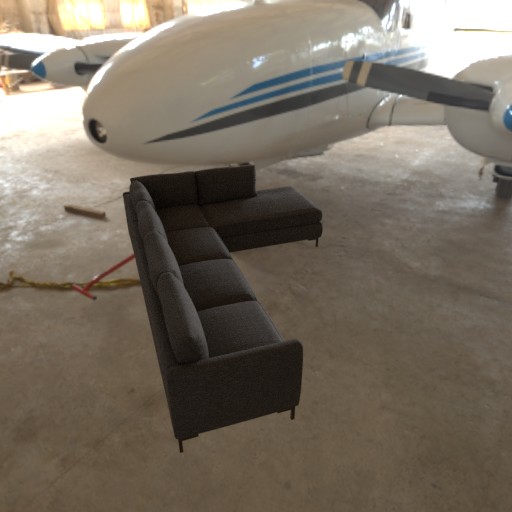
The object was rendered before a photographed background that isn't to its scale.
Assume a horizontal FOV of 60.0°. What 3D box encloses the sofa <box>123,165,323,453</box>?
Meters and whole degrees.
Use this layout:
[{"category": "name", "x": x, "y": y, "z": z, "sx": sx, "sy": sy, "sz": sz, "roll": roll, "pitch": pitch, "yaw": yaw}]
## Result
[{"category": "sofa", "x": 0.000, "y": 0.000, "z": 3.905, "sx": 2.007, "sy": 0.815, "sz": 2.949, "roll": -10, "pitch": 30, "yaw": -17}]
